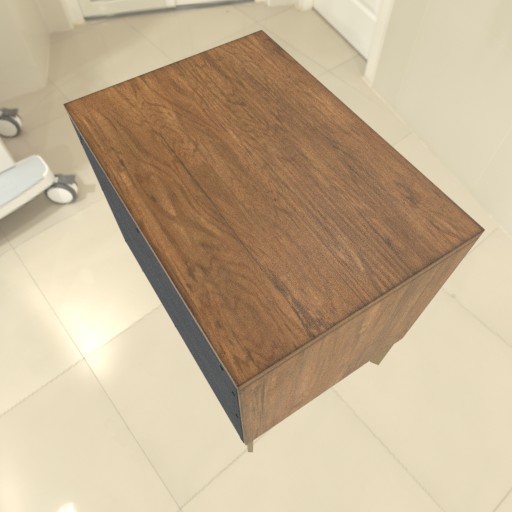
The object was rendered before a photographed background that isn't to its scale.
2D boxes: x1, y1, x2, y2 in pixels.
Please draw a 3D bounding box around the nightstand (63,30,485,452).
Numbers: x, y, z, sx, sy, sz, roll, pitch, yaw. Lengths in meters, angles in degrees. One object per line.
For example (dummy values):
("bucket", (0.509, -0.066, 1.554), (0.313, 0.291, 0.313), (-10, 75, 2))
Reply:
("nightstand", (0.000, 0.000, 0.994), (0.446, 0.610, 0.610), (-29, 62, -17))
